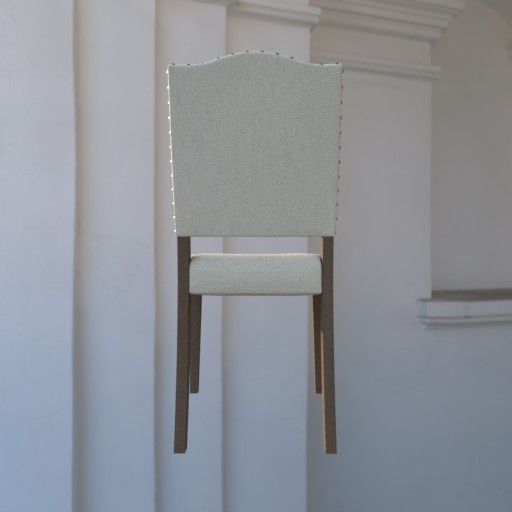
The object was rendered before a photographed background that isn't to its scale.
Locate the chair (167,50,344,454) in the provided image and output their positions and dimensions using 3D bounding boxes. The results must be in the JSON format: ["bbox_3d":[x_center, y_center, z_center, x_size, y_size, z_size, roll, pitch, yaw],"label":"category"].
[{"bbox_3d":[0.000,0.000,1.382,0.508,1.015,0.619,0,-1,0],"label":"chair"}]
